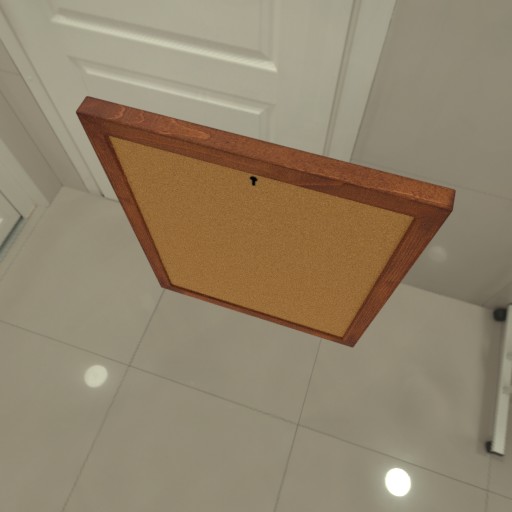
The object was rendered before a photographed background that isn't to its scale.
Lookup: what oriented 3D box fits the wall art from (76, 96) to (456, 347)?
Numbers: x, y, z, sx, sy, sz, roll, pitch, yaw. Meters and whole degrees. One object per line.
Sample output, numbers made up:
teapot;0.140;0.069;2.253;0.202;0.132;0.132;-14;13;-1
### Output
wall art;0.000;0.000;0.770;0.462;0.558;0.030;16;64;8
